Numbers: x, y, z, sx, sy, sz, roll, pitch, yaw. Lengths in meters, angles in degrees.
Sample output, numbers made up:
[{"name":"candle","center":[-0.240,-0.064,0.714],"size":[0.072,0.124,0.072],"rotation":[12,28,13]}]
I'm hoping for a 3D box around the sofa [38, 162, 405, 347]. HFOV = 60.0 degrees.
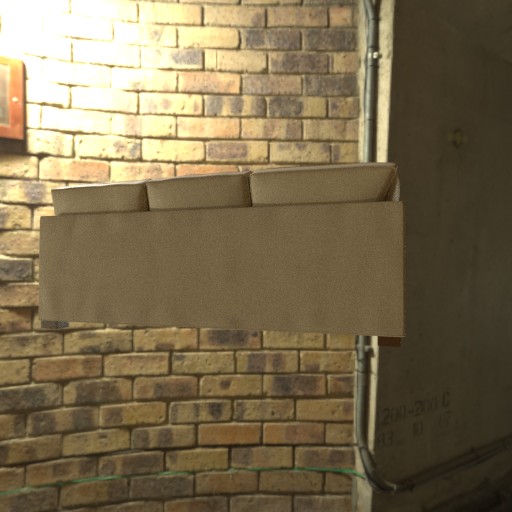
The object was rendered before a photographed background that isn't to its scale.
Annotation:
[{"name":"sofa","center":[0.000,0.000,3.485],"size":[2.189,0.939,2.182],"rotation":[0,-1,18]}]
